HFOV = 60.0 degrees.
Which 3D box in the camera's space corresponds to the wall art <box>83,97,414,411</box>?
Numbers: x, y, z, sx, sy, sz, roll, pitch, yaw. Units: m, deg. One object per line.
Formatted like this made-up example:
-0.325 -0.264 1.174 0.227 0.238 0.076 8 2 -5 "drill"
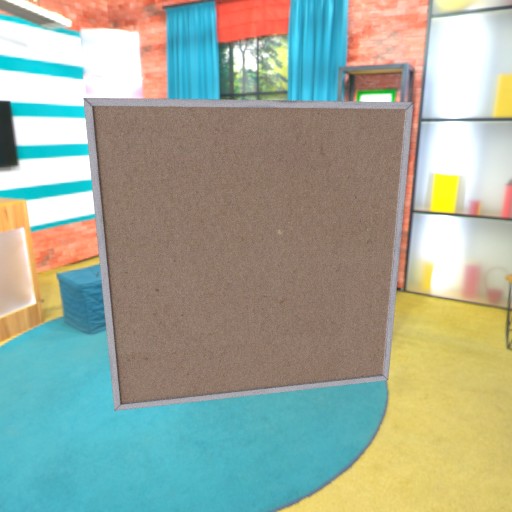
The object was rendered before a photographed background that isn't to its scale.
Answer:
0.000 0.000 0.462 0.305 0.305 0.038 -3 16 -11 "wall art"
